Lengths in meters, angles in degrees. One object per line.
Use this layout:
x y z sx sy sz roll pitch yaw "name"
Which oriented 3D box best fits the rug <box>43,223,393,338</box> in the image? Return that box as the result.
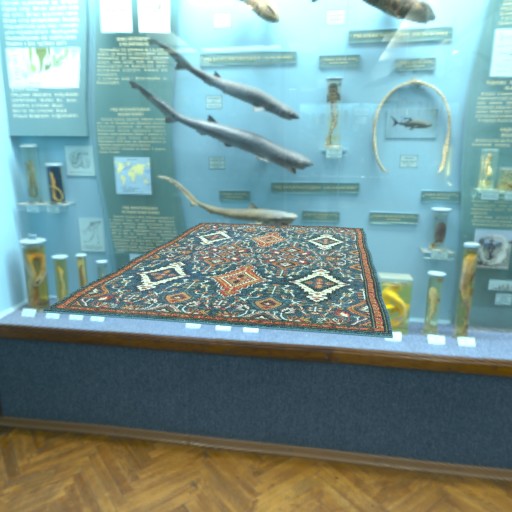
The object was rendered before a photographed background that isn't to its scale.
0.000 0.000 2.319 1.195 0.014 1.847 3 14 10 "rug"
